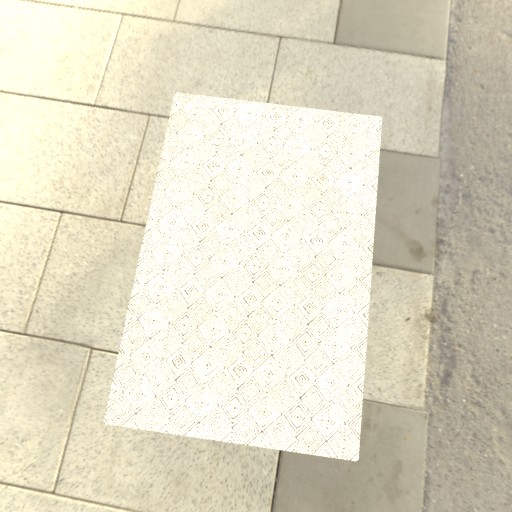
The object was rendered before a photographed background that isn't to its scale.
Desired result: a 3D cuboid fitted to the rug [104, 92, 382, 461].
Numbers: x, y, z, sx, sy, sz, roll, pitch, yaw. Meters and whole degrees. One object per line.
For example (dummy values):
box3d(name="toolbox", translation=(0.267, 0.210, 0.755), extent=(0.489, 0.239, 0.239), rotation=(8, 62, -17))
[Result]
box3d(name="rug", translation=(0.000, 0.000, 2.259), extent=(1.175, 0.008, 1.783), rotation=(8, 75, 2))
